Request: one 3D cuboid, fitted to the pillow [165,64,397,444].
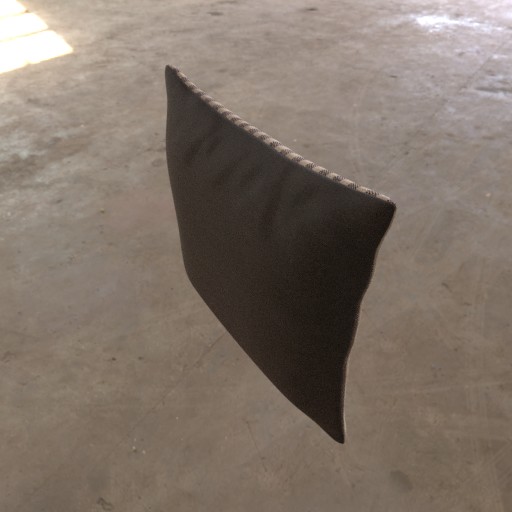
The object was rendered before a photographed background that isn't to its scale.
[{"bbox_3d":[0.000,0.000,0.768,0.166,0.506,0.523,-25,47,-25],"label":"pillow"}]
